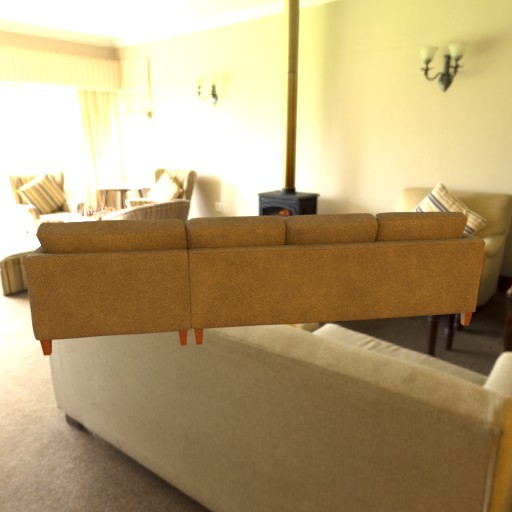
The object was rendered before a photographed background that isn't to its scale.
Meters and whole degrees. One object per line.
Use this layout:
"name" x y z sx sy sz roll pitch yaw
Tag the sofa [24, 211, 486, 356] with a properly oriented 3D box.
"sofa" 0.000 0.000 4.045 3.471 0.950 1.604 -2 15 -9
